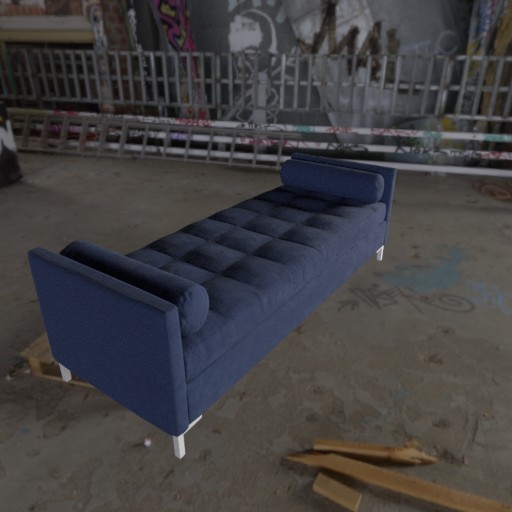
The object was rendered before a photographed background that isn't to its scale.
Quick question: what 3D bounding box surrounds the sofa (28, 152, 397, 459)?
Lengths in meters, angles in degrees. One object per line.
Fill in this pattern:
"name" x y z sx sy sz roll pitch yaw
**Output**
"sofa" 0.000 0.000 2.451 0.797 0.657 2.102 17 31 31
